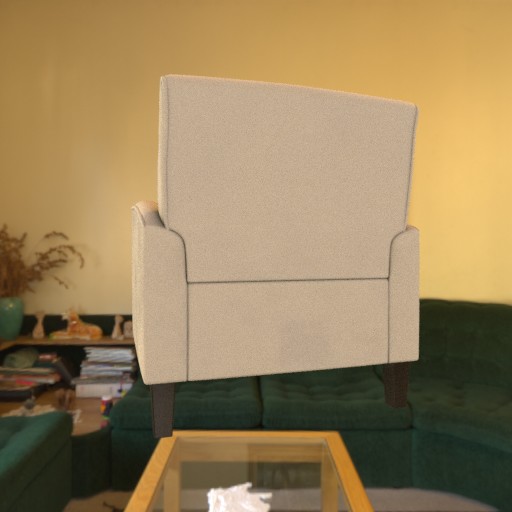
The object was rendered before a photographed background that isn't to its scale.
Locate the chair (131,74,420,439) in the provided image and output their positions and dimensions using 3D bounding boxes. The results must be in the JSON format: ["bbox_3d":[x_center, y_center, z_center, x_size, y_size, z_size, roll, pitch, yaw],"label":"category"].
[{"bbox_3d":[0.000,0.000,1.546,0.820,0.915,0.821,0,1,-17],"label":"chair"}]
